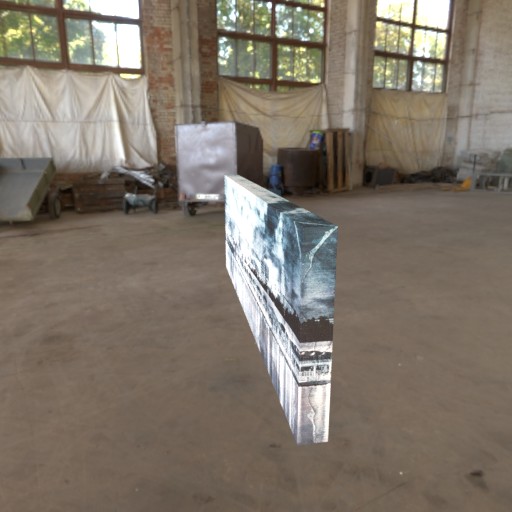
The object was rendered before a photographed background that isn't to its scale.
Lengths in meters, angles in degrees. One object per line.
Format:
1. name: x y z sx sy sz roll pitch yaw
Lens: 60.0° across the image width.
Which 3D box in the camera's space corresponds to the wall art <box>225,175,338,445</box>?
1. wall art: 0.000 0.000 0.836 0.037 0.251 0.759 -2 14 -10
